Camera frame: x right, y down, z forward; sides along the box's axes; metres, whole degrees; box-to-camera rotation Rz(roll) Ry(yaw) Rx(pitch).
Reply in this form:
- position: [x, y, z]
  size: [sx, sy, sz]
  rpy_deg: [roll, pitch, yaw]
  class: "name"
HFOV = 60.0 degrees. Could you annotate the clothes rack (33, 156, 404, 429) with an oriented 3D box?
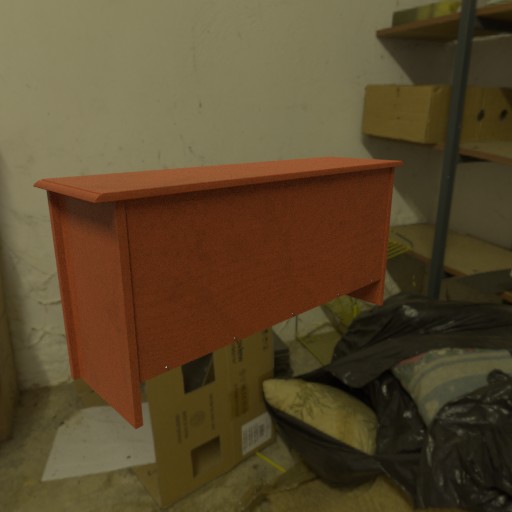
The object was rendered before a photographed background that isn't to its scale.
- position: [0.000, 0.000, 1.518]
  size: [1.251, 0.594, 0.362]
  rpy_deg: [-15, 22, -42]
  class: "clothes rack"
